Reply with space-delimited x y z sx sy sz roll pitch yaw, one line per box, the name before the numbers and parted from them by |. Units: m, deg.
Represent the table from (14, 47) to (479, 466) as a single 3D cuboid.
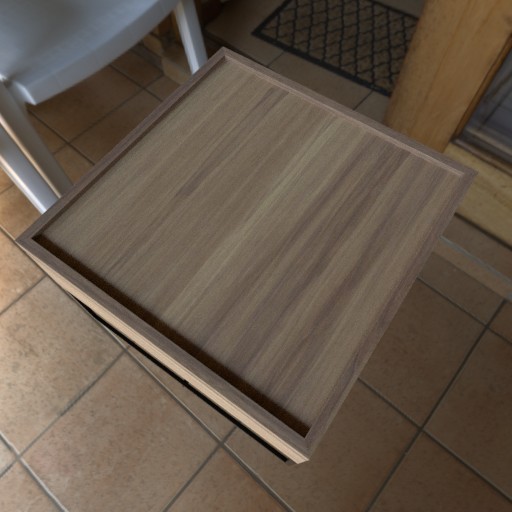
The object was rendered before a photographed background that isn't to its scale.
table | 0.000 0.000 1.106 0.676 0.464 0.679 32 68 15
